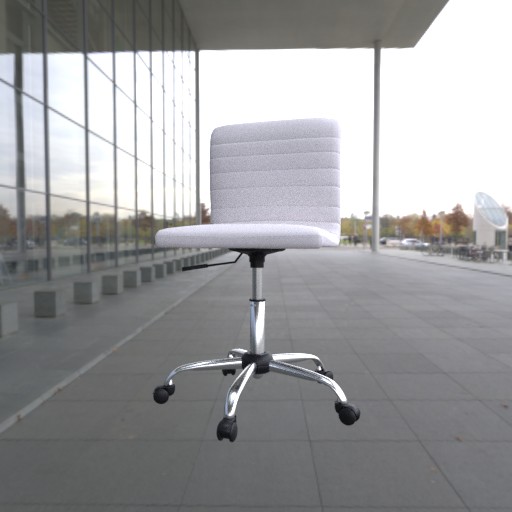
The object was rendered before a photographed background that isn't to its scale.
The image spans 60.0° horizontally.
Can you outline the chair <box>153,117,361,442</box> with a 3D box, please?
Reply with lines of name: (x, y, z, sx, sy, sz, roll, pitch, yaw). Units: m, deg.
chair: (0.000, 0.000, 1.101, 0.520, 0.750, 0.455, 1, 3, 17)
